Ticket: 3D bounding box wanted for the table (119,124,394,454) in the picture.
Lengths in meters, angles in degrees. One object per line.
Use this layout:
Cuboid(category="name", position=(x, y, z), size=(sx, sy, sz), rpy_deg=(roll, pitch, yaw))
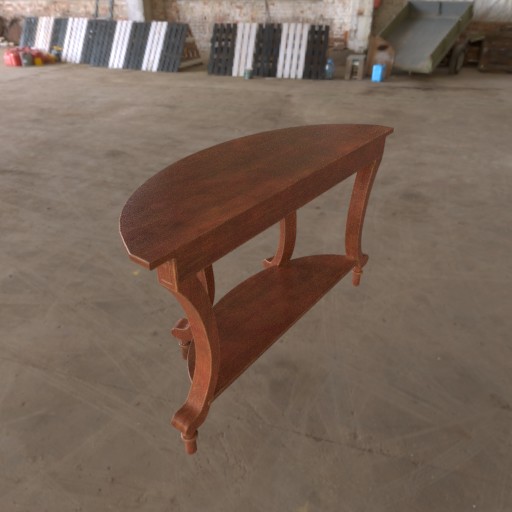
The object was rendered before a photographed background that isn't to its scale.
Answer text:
Cuboid(category="table", position=(0.000, 0.000, 1.549), size=(0.394, 0.699, 1.198), rpy_deg=(22, 38, 31))
